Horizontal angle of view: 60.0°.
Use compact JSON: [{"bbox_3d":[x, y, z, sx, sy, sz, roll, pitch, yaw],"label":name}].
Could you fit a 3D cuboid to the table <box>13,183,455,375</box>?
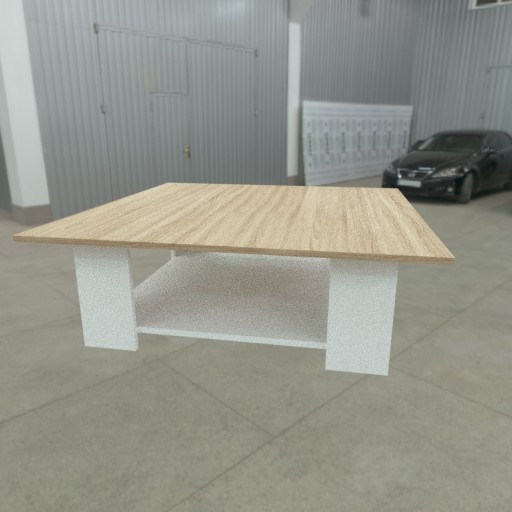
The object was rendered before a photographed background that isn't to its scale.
[{"bbox_3d":[0.000,0.000,1.330,0.890,0.305,0.890,3,17,10],"label":"table"}]
